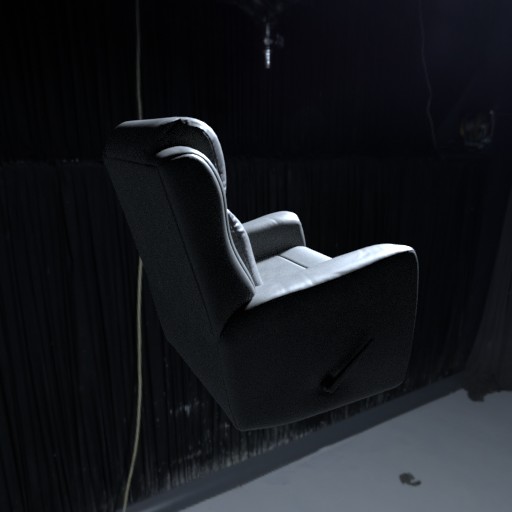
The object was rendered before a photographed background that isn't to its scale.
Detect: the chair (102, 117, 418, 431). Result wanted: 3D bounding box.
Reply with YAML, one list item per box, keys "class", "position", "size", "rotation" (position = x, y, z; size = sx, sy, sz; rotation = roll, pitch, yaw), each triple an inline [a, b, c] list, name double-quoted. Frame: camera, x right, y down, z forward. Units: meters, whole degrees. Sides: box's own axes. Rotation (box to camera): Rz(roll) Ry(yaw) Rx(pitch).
- class: "chair"
  position: [0.000, 0.000, 1.910]
  size: [1.068, 1.116, 0.967]
  rotation: [-8, 17, -27]
